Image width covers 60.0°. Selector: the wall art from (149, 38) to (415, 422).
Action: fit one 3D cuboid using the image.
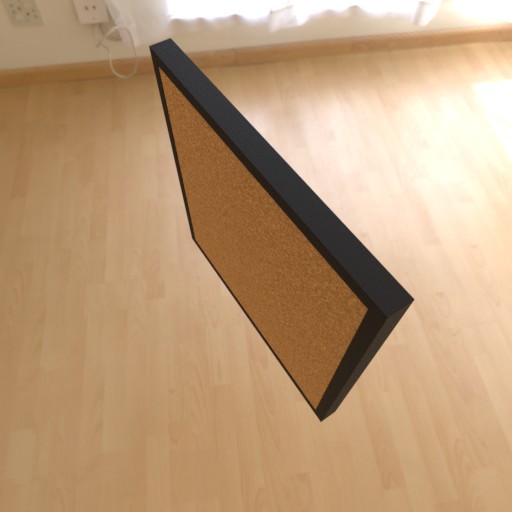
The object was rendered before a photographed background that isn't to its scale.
[{"bbox_3d":[0.000,0.000,0.750,0.036,0.503,0.506,-30,63,-17],"label":"wall art"}]
